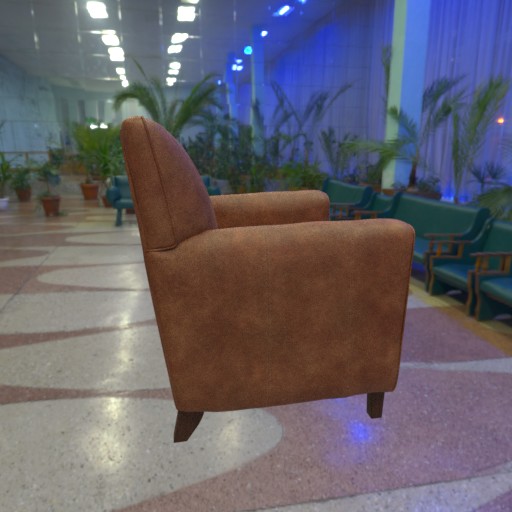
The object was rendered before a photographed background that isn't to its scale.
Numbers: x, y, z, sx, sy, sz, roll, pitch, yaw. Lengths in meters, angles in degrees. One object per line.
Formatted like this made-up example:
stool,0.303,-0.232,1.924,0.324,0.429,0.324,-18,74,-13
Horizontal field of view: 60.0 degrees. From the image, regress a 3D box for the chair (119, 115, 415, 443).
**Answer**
chair,0.000,0.000,1.623,0.823,0.943,0.870,-3,15,-10
